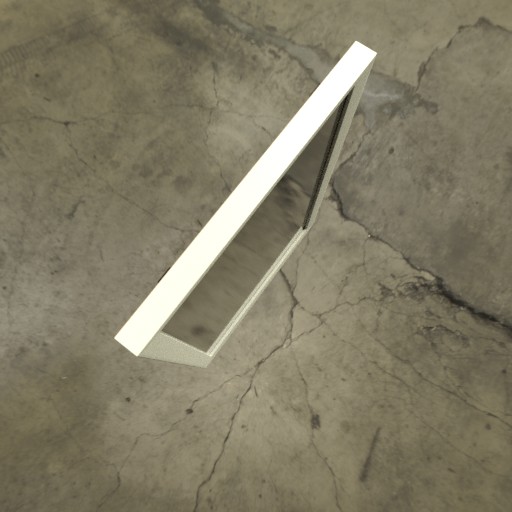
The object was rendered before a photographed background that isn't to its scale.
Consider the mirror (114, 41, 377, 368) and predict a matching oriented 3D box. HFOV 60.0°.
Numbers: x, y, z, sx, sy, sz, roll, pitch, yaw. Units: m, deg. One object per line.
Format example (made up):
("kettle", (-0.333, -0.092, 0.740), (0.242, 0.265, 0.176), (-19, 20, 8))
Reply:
("mirror", (0.000, 0.000, 0.901), (0.040, 0.710, 0.507), (36, 78, 9))
